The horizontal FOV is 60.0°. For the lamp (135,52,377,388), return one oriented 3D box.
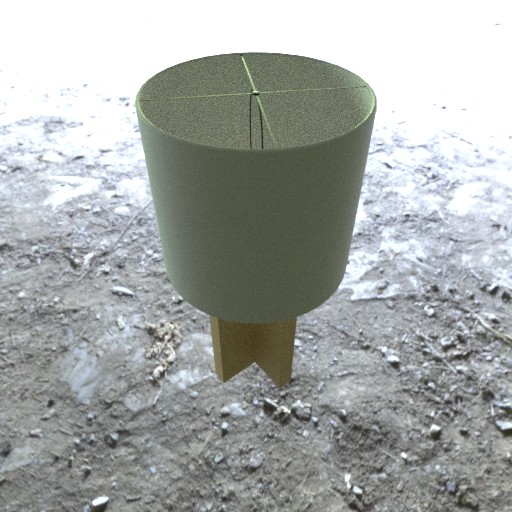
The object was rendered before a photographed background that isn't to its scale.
[{"bbox_3d":[0.000,0.000,0.569,0.229,0.428,0.229,-28,50,-27],"label":"lamp"}]
